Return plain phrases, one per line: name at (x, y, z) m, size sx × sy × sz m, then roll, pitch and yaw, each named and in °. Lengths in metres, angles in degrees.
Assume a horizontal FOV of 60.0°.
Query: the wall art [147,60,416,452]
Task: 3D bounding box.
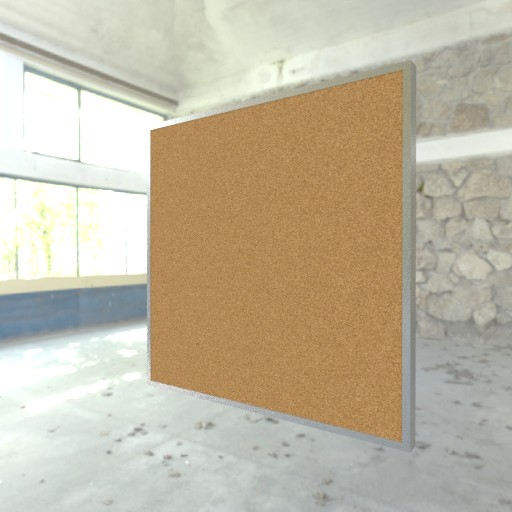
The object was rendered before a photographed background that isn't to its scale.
wall art at (0.000, 0.000, 1.160) m, size 0.806 × 0.806 × 0.038 m, roll 0°, pitch 0°, yaw 35°
